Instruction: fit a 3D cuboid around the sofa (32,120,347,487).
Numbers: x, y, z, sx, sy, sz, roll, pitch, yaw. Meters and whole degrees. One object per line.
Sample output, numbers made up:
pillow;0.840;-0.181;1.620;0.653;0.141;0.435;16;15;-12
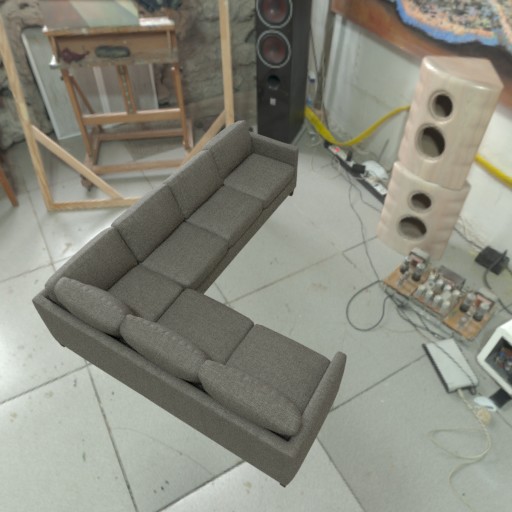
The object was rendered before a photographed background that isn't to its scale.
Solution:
sofa;0.000;0.000;4.469;2.593;0.947;3.302;24;51;21
